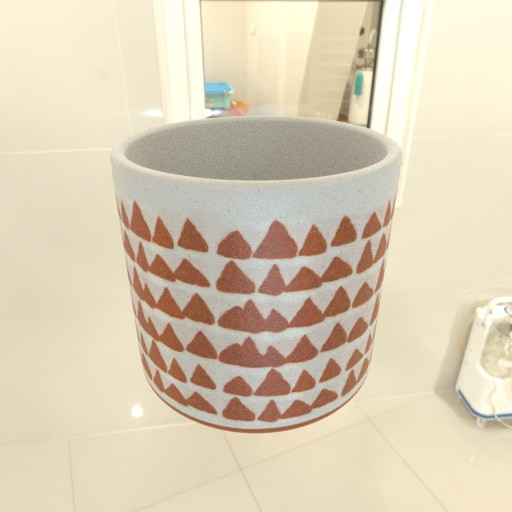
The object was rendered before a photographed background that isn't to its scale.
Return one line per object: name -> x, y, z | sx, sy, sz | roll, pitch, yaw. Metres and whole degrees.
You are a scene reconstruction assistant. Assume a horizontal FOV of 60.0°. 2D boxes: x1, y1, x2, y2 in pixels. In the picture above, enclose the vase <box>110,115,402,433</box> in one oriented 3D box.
vase -> 0.000, 0.000, 0.244 | 0.137, 0.127, 0.137 | 0, 28, 0
